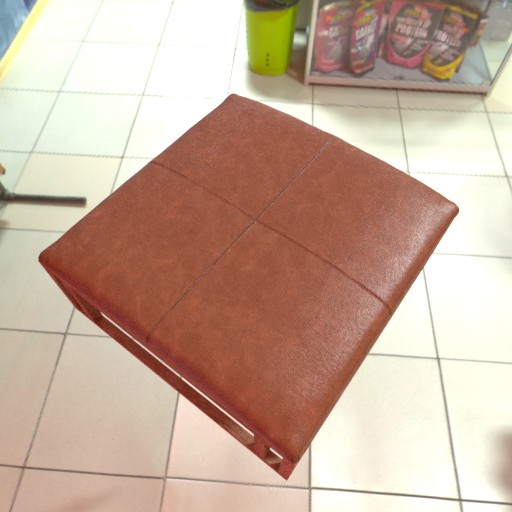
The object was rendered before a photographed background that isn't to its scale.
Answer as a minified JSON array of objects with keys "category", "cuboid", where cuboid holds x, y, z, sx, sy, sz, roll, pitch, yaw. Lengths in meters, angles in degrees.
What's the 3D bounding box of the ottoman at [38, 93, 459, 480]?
[{"category":"ottoman","cuboid":[0.000,0.000,1.601,1.013,0.442,1.016,32,63,19]}]
